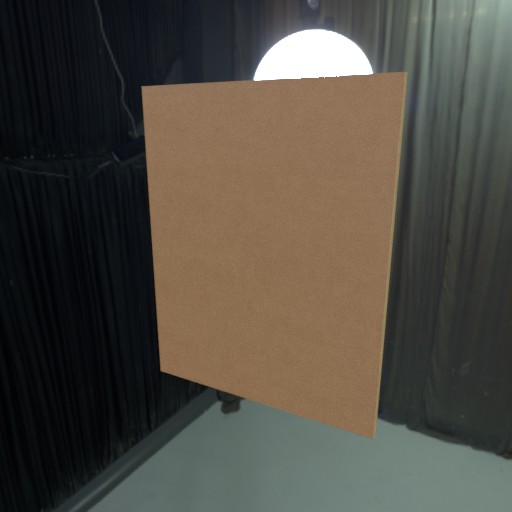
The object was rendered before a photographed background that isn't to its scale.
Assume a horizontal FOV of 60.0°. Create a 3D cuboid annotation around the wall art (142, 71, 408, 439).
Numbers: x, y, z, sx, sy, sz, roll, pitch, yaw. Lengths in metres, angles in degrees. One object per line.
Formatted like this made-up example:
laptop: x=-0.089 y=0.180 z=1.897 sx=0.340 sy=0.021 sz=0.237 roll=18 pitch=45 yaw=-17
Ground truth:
wall art: x=0.000 y=0.000 z=1.355 sx=0.798 sy=1.002 sz=0.030 roll=9 pitch=18 yaw=27
